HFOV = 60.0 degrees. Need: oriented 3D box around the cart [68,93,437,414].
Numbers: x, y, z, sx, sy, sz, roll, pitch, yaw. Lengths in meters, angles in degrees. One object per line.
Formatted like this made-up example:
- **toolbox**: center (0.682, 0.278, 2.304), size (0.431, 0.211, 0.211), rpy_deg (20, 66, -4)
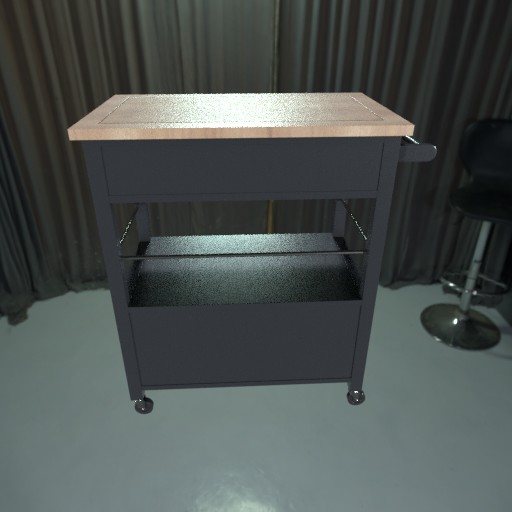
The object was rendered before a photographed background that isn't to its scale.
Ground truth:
- **cart**: center (0.000, 0.000, 1.393), size (0.840, 0.901, 0.459), rpy_deg (-1, 29, -3)
